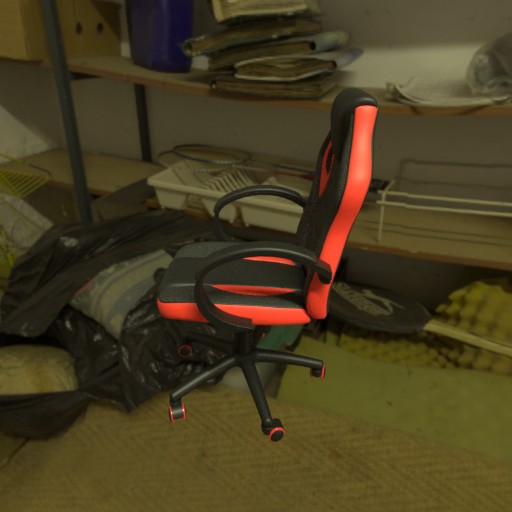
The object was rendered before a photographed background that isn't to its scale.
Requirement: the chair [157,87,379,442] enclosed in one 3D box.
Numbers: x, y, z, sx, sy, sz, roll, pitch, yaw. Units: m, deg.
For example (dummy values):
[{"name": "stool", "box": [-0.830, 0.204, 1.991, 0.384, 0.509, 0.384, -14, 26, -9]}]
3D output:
[{"name": "chair", "box": [0.000, 0.000, 1.429, 0.642, 1.016, 0.600, 0, 26, 1]}]
